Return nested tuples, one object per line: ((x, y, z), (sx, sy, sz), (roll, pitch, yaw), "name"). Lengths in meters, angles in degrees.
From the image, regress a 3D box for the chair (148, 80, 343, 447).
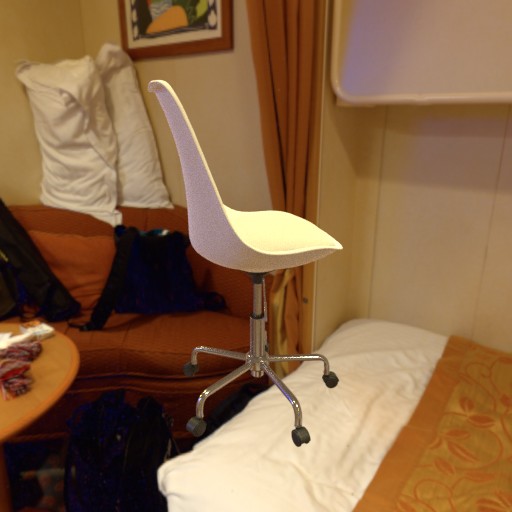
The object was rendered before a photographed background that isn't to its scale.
((0.000, 0.000, 1.291), (0.550, 0.930, 0.550), (-3, 18, -9), "chair")
